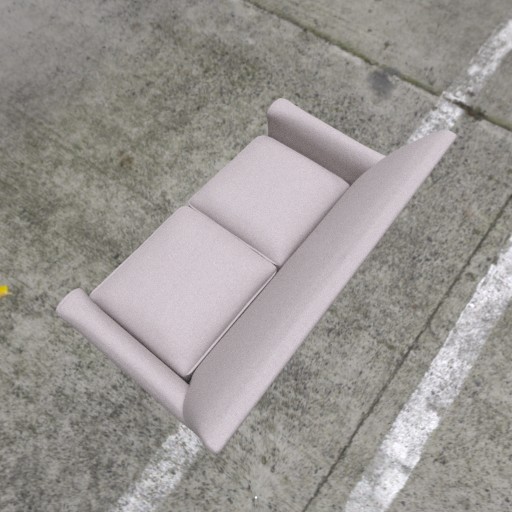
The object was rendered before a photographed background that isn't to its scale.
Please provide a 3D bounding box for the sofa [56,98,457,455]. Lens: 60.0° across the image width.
[{"bbox_3d":[0.000,0.000,1.991,0.888,0.890,1.482,35,67,17],"label":"sofa"}]
